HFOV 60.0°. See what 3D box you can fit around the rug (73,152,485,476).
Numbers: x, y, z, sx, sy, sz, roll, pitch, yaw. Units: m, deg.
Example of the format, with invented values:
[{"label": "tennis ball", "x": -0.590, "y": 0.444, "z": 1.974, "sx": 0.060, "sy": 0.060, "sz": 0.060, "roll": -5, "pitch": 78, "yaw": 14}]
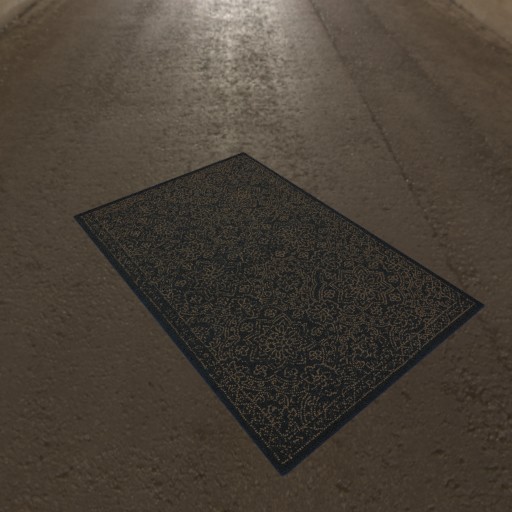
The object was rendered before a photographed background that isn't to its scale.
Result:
[{"label": "rug", "x": 0.000, "y": 0.000, "z": 2.270, "sx": 1.219, "sy": 0.010, "sz": 1.829, "roll": -28, "pitch": 48, "yaw": -28}]
